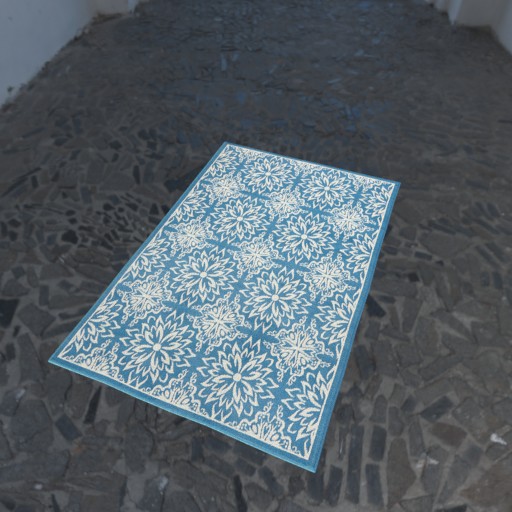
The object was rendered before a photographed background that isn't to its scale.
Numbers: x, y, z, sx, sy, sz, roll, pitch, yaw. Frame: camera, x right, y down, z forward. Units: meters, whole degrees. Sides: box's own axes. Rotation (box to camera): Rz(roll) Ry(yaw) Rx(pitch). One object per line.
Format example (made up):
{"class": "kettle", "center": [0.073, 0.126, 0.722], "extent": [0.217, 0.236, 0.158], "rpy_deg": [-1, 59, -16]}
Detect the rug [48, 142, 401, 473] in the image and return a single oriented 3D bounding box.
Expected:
{"class": "rug", "center": [0.000, 0.000, 3.547], "extent": [1.830, 0.018, 2.769], "rpy_deg": [17, 50, 15]}
